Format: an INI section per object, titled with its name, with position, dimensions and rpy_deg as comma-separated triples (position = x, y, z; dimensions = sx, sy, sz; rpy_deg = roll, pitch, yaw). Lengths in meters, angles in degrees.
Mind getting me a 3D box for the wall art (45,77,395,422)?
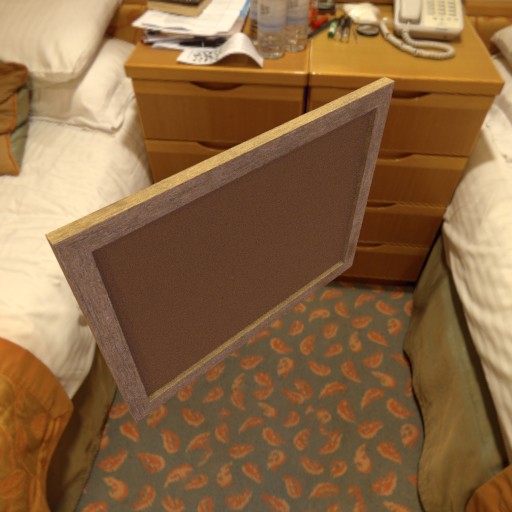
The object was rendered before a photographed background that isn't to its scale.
[wall art]
position = 0.000, 0.000, 0.908
dimensions = 0.690, 0.535, 0.026
rpy_deg = -32, 54, -27
